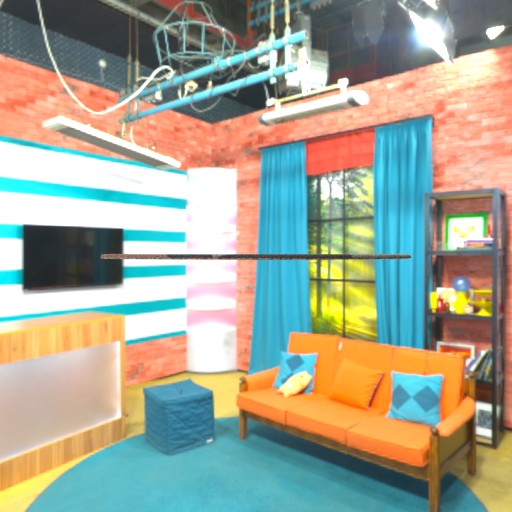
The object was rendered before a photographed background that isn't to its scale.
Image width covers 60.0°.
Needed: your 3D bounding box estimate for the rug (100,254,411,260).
[{"bbox_3d":[0.000,0.000,3.707,2.461,0.033,2.461,0,0,0],"label":"rug"}]
